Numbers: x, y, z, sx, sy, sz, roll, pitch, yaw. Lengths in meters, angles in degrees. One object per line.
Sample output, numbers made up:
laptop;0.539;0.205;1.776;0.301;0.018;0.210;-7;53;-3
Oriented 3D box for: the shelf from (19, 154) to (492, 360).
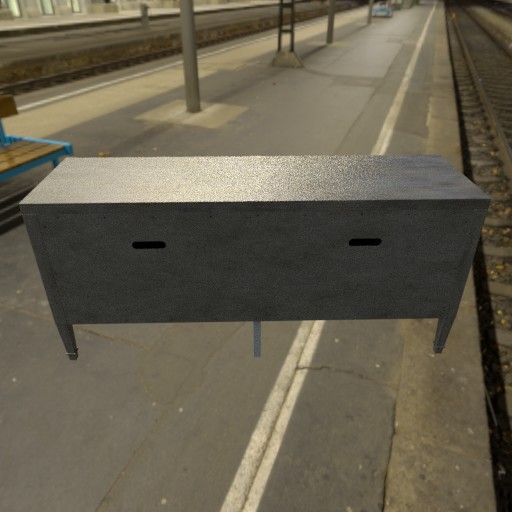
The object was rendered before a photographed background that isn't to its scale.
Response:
shelf;0.000;0.000;1.867;1.575;0.719;0.479;-1;31;-1
